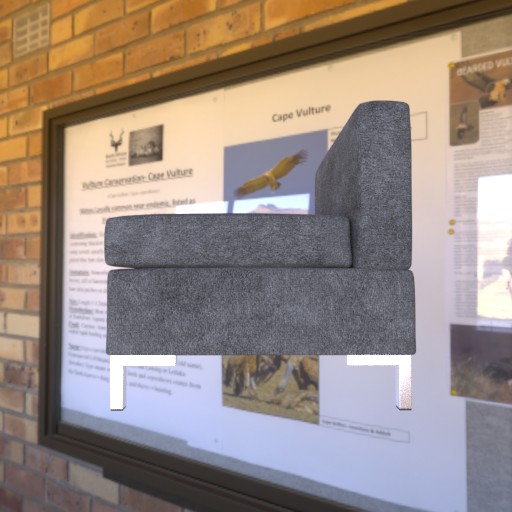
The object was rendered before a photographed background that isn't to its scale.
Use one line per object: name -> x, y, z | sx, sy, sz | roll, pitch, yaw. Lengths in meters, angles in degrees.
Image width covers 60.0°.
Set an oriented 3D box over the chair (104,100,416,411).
chair -> 0.000, 0.000, 1.258 | 0.680, 0.660, 0.680 | 0, -1, 0
